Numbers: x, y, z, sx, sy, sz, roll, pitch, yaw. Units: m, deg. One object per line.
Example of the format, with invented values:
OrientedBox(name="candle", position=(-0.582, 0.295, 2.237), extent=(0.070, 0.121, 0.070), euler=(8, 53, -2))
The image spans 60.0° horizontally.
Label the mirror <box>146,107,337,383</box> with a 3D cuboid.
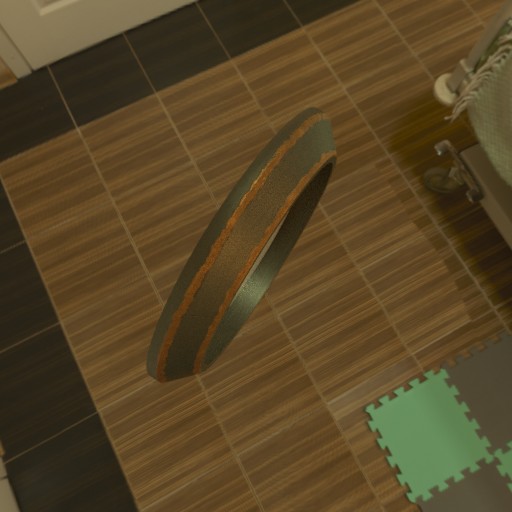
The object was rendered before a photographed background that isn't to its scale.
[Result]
OrientedBox(name="mirror", position=(0.000, 0.000, 1.344), extent=(0.111, 0.907, 0.907), euler=(32, 77, 8))
